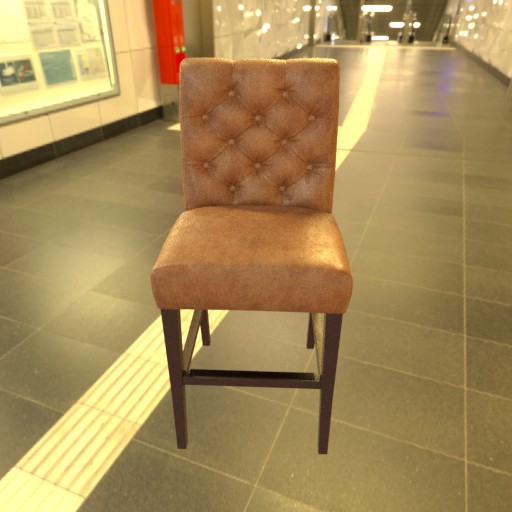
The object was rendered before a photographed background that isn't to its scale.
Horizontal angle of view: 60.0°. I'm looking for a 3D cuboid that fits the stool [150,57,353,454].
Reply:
[{"bbox_3d":[0.000,0.000,1.334,0.493,1.047,0.601,1,30,2],"label":"stool"}]
